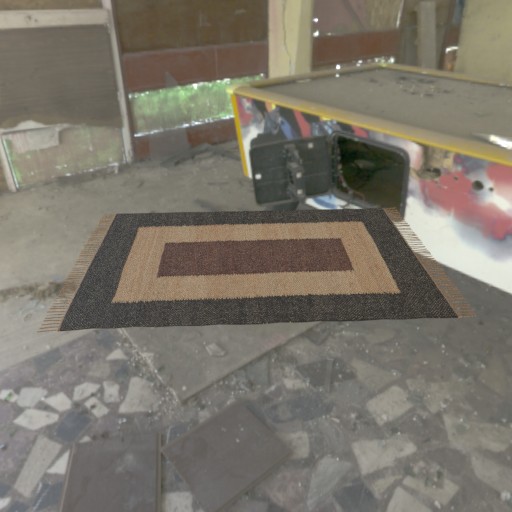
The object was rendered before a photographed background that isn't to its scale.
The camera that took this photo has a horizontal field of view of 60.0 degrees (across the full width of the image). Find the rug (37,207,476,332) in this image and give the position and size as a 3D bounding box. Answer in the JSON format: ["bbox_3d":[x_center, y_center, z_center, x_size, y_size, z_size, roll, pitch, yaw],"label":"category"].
[{"bbox_3d":[0.000,0.000,1.919,1.541,0.013,0.920,-1,31,-2],"label":"rug"}]
